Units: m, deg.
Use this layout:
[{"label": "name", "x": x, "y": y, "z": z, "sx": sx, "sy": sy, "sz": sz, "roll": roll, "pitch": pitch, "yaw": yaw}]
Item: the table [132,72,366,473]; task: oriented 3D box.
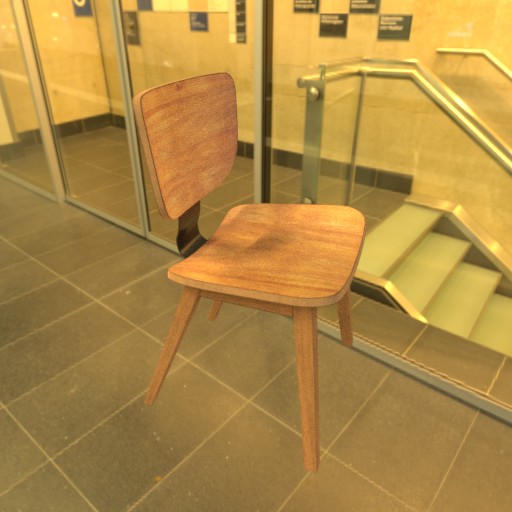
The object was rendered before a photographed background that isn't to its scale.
[{"label": "table", "x": 0.000, "y": 0.000, "z": 1.115, "sx": 0.500, "sy": 0.805, "sz": 0.499, "roll": 10, "pitch": 31, "yaw": 18}]
